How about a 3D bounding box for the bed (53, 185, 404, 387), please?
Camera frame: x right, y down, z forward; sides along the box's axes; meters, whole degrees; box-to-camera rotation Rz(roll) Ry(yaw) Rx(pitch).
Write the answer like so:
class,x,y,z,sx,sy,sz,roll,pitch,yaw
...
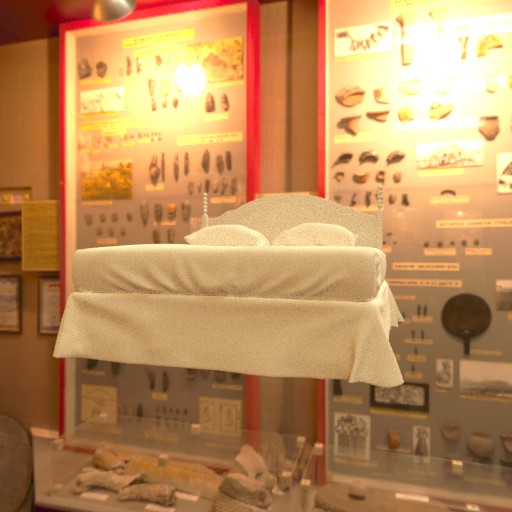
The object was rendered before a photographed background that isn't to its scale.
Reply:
class,x,y,z,sx,sy,sz,roll,pitch,yaw
bed,0.000,0.000,3.595,2.322,1.355,2.219,0,1,18
